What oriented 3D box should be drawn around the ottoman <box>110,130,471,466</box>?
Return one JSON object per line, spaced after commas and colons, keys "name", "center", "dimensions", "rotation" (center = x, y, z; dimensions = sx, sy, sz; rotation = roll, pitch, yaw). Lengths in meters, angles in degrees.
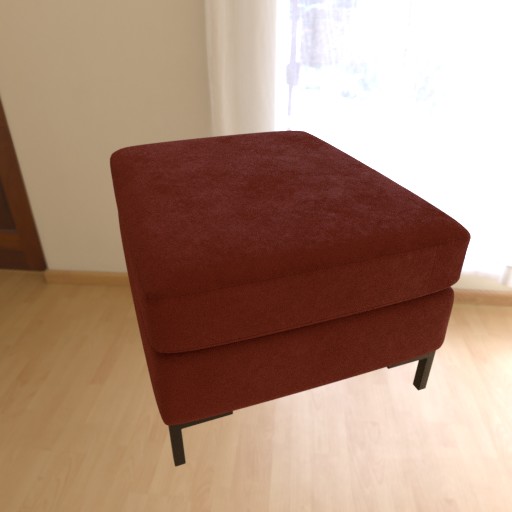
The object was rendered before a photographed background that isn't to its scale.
{"name": "ottoman", "center": [0.000, 0.000, 1.165], "dimensions": [0.650, 0.462, 0.782], "rotation": [-10, 32, -17]}
